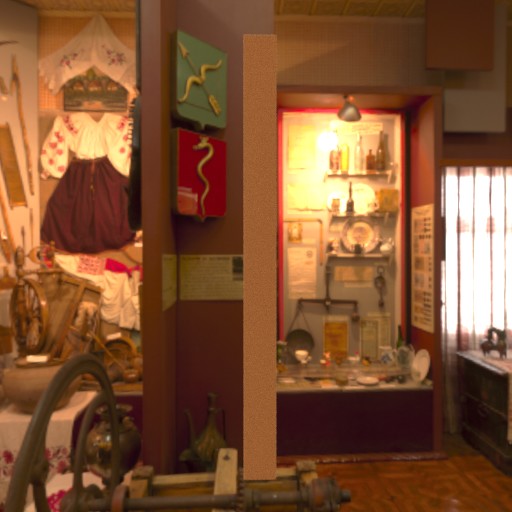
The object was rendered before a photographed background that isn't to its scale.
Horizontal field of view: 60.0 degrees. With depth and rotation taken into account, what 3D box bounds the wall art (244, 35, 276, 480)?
[{"bbox_3d":[0.000,0.000,0.759,0.037,0.508,0.508,0,1,-1],"label":"wall art"}]
